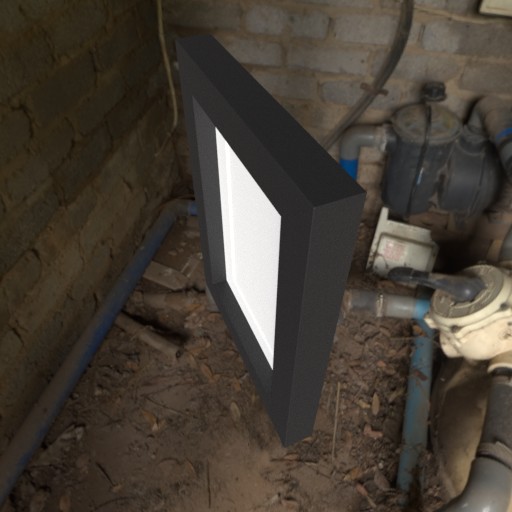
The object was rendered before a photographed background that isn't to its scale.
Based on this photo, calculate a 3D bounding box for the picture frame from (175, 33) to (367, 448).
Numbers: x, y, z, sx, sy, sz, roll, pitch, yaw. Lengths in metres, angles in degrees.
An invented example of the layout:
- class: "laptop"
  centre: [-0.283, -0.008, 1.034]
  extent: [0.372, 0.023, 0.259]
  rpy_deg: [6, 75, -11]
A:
- class: "picture frame"
  centre: [0.000, 0.000, 0.274]
  extent: [0.028, 0.208, 0.157]
  rpy_deg: [-18, 49, -16]
